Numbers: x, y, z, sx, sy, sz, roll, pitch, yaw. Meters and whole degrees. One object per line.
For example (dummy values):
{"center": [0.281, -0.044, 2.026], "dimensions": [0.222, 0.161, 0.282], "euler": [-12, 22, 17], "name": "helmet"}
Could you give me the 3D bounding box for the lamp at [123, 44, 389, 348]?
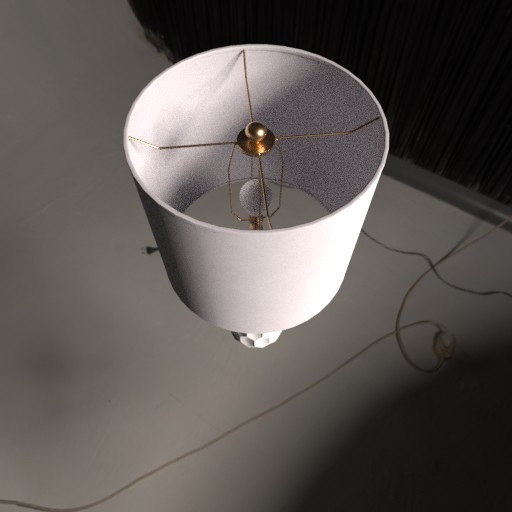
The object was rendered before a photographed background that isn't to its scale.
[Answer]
{"center": [0.000, 0.000, 0.695], "dimensions": [0.277, 0.537, 0.277], "euler": [28, 63, 16], "name": "lamp"}
